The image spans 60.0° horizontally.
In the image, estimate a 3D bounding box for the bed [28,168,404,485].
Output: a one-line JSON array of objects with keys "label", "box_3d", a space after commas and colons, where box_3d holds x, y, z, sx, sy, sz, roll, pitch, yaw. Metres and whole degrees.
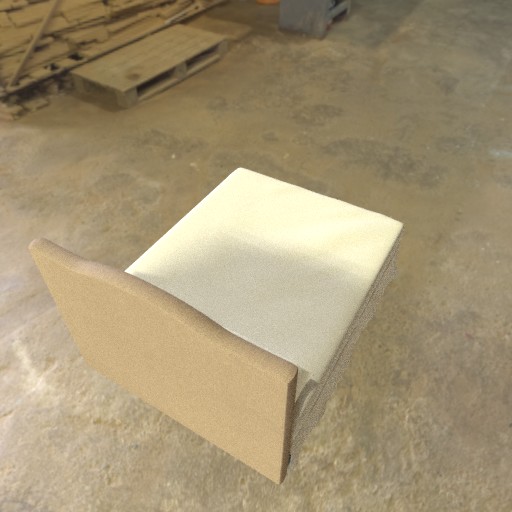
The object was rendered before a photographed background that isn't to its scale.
[{"label": "bed", "box_3d": [0.000, 0.000, 3.361, 1.821, 1.436, 2.282, 23, 49, 21]}]
